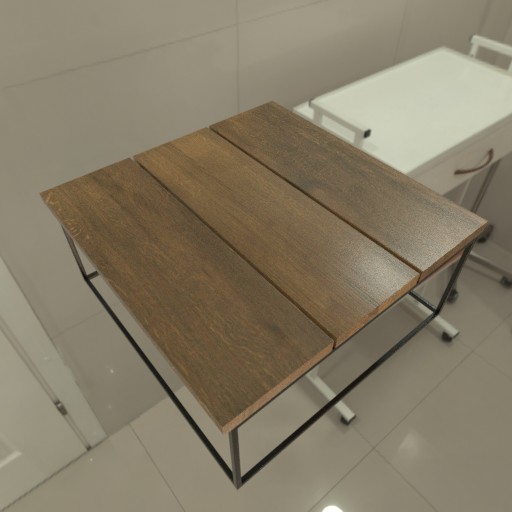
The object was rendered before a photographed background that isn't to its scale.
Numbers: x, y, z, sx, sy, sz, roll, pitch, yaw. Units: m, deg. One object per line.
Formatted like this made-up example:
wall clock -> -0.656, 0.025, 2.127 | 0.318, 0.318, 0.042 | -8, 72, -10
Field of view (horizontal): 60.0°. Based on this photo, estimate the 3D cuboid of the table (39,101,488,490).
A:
table -> 0.000, 0.000, 1.394 | 0.900, 0.400, 0.900 | -30, 53, -26
